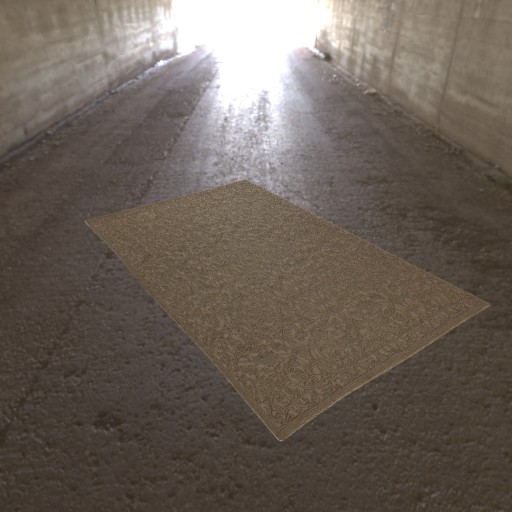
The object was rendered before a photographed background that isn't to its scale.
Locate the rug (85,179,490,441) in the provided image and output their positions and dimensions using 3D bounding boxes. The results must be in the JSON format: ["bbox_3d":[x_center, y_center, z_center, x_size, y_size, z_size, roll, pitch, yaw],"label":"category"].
[{"bbox_3d":[0.000,0.000,2.975,1.529,0.012,2.435,-20,36,-30],"label":"rug"}]
